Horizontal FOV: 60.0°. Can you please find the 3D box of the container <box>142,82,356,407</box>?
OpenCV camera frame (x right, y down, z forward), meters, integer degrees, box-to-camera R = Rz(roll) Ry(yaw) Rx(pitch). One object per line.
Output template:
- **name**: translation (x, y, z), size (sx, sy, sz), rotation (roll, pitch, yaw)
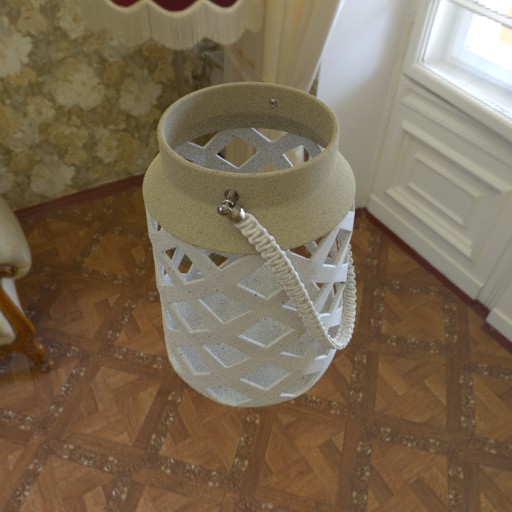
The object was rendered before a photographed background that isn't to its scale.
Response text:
- **container**: translation (0.000, 0.000, 0.347), size (0.172, 0.229, 0.163), rotation (10, 47, 9)
